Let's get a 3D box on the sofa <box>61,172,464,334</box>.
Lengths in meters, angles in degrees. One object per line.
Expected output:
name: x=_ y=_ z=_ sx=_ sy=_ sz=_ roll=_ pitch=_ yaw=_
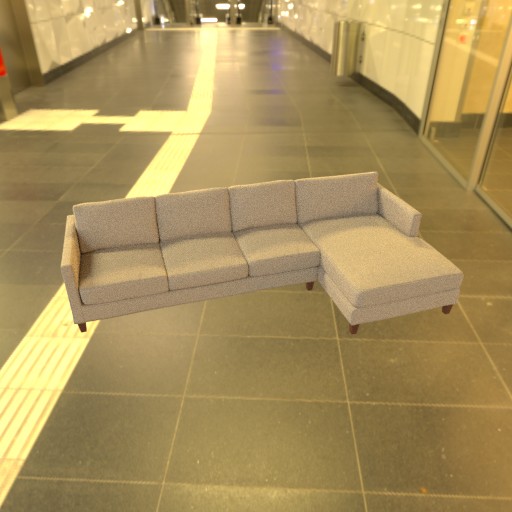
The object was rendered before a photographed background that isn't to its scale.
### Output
sofa: x=0.000 y=0.000 z=3.954 sx=3.186 sy=0.861 sz=1.625 roll=-9 pitch=32 yaw=-14
